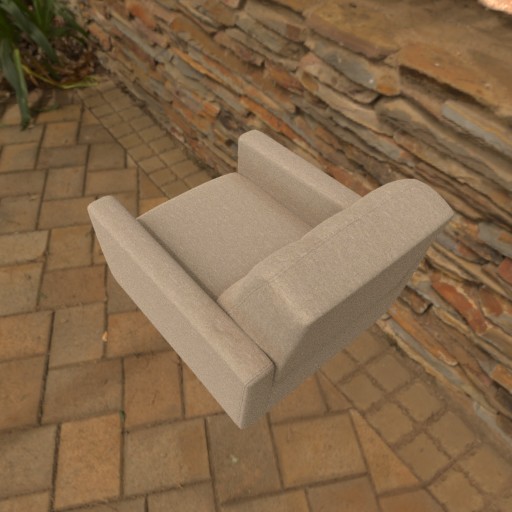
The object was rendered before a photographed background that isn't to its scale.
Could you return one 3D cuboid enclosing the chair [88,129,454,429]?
[{"bbox_3d":[0.000,0.000,1.806,0.897,0.965,1.128,-32,55,-26],"label":"chair"}]
